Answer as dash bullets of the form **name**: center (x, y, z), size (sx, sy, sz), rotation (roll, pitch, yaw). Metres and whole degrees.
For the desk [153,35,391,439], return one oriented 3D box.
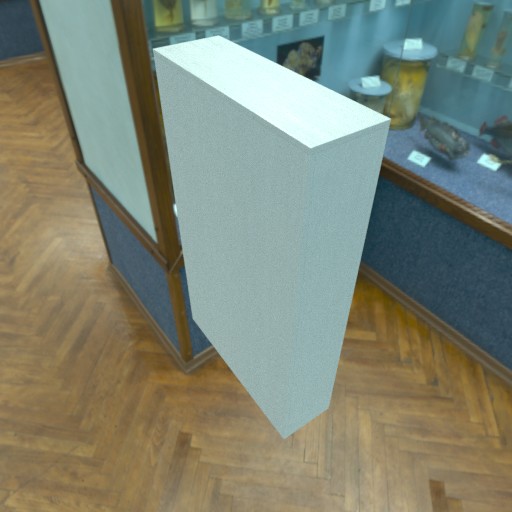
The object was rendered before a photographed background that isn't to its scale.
- **desk**: center (0.000, 0.000, 1.610), size (0.250, 1.280, 0.750), rotation (-25, 48, -25)
